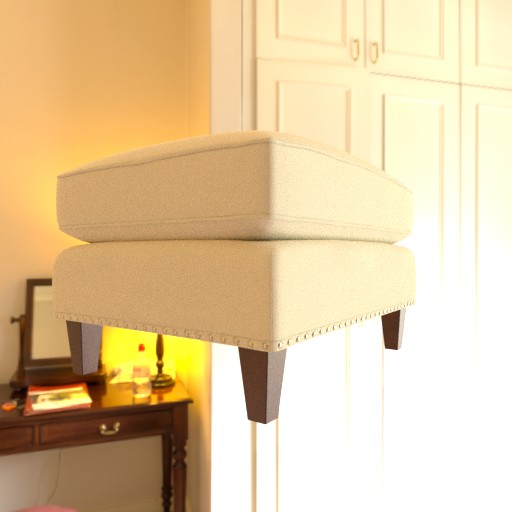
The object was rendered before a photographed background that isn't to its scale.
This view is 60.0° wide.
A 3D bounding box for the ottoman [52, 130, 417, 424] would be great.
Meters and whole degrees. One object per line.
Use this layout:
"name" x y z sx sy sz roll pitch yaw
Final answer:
"ottoman" 0.000 0.000 1.100 0.584 0.513 0.741 0 1 35
